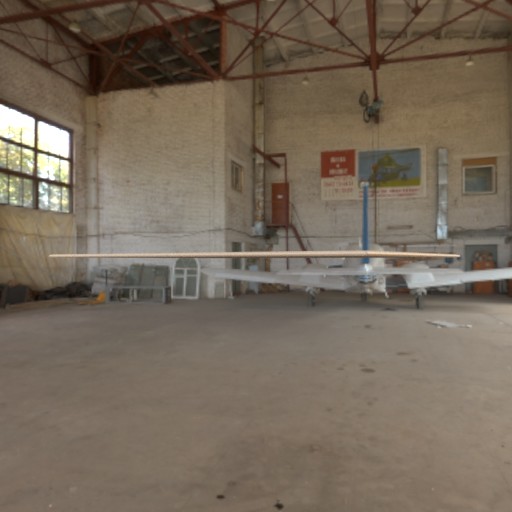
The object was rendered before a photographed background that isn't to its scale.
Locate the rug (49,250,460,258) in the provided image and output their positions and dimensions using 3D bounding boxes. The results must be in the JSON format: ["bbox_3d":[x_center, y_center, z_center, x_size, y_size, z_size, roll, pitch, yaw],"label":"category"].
[{"bbox_3d":[0.000,0.000,2.758,2.081,0.020,1.525,0,-1,36],"label":"rug"}]
